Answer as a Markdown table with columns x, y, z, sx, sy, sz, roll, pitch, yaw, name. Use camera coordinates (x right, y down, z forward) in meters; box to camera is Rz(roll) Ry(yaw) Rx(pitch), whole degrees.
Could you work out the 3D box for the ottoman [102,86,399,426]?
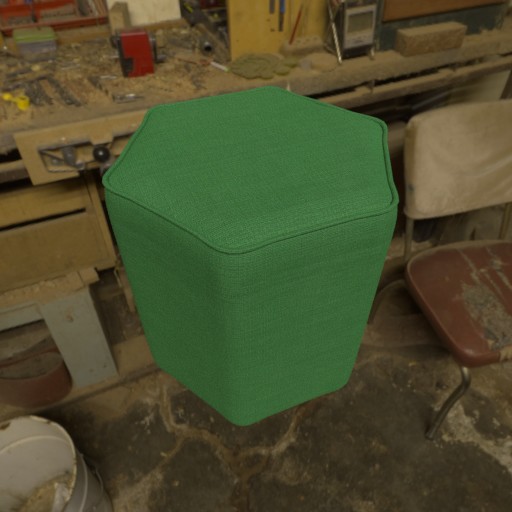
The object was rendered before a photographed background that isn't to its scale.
| x | y | z | sx | sy | sz | roll | pitch | yaw | name |
| --- | --- | --- | --- | --- | --- | --- | --- | --- | --- |
| 0.000 | 0.000 | 0.888 | 0.499 | 0.507 | 0.444 | -16 | 46 | -16 | ottoman |
